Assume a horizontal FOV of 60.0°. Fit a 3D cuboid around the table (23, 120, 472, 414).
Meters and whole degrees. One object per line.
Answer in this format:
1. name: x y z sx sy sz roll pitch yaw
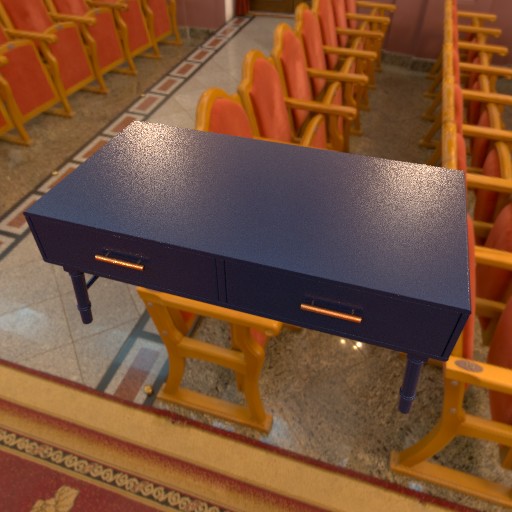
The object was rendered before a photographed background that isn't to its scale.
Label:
1. table: 0.000 0.000 1.332 1.067 0.457 0.572 12 43 13
